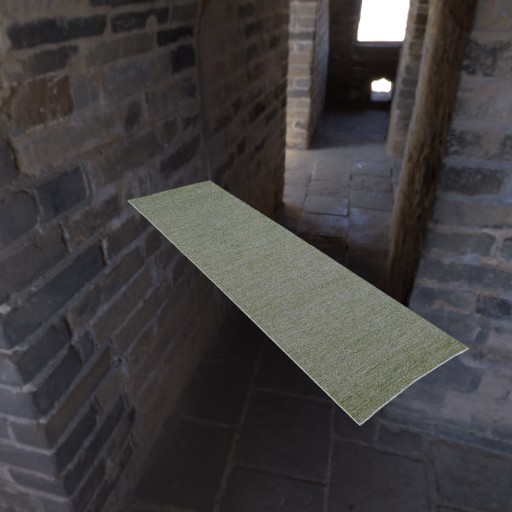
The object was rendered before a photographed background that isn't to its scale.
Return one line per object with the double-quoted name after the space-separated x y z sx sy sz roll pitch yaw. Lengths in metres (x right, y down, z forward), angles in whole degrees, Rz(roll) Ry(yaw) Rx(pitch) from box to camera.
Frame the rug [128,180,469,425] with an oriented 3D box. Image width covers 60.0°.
0.000 0.000 2.589 0.686 0.013 2.340 -20 37 -29 "rug"
